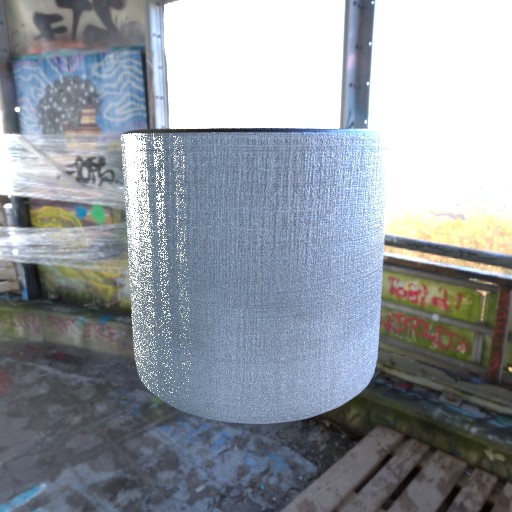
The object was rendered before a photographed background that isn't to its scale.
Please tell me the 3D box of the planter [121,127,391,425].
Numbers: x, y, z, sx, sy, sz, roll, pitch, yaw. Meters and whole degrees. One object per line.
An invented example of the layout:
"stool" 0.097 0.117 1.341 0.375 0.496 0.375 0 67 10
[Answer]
"planter" 0.000 0.000 0.287 0.160 0.156 0.160 0 14 0
